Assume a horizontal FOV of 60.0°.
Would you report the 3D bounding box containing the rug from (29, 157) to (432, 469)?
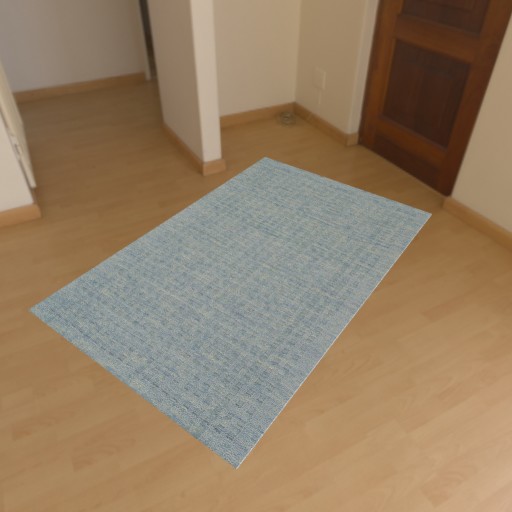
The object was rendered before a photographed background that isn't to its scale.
[{"bbox_3d":[0.000,0.000,2.190,1.142,0.006,1.752,25,46,27],"label":"rug"}]
